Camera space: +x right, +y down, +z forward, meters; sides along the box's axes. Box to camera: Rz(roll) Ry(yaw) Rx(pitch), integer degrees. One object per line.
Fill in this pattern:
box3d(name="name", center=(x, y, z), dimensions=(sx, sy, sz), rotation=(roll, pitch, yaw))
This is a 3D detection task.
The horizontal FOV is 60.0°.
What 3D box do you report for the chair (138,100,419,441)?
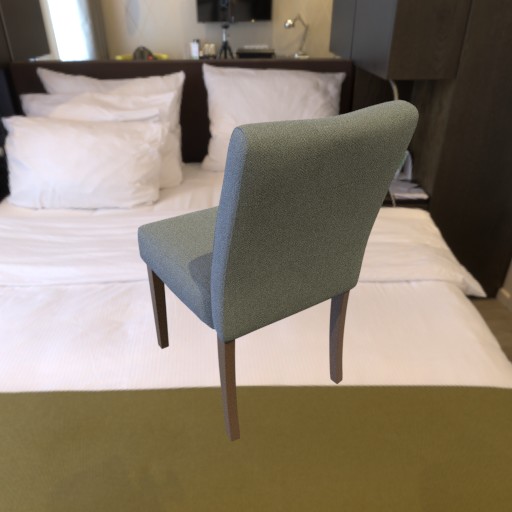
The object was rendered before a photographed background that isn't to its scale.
box3d(name="chair", center=(0.000, 0.000, 1.252), dimensions=(0.487, 0.882, 0.629), rotation=(-18, 34, -29))
